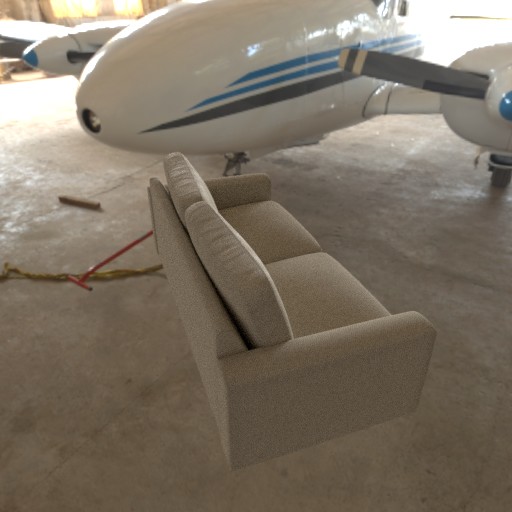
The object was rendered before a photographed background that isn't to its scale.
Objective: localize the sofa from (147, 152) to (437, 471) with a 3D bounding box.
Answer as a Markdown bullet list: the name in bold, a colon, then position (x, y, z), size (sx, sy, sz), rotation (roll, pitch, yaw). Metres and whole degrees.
- **sofa**: position (0.000, 0.000, 2.756), size (1.016, 0.873, 2.179), rotation (-10, 32, -17)
